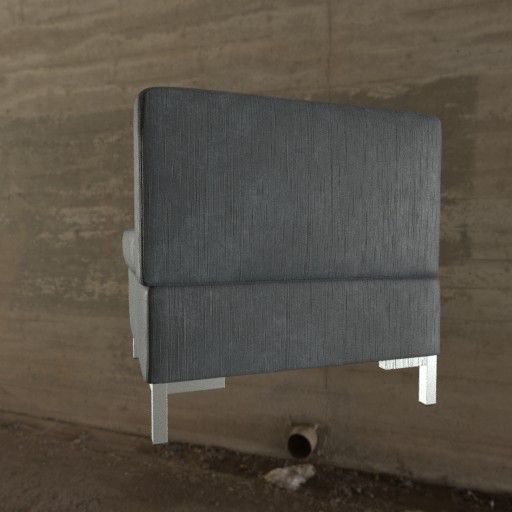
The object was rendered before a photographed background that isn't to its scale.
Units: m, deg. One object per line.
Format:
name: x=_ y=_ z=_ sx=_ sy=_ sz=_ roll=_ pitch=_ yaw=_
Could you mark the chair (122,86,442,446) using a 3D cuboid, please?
chair: x=0.000 y=0.000 z=1.191 sx=0.680 sy=0.660 sz=0.680 roll=-1 pitch=3 yaw=-19
